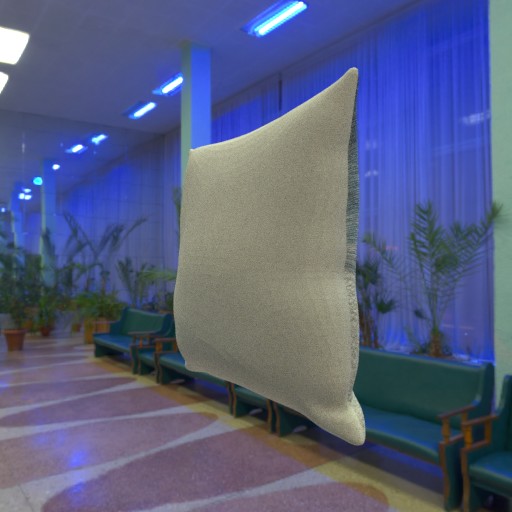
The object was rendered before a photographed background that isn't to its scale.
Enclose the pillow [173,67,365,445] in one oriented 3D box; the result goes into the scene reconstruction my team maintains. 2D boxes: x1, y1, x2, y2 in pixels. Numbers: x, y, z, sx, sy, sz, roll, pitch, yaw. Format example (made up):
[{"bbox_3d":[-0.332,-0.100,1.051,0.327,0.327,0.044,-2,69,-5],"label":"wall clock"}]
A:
[{"bbox_3d":[0.000,0.000,0.688,0.182,0.441,0.440,1,-2,-35],"label":"pillow"}]
